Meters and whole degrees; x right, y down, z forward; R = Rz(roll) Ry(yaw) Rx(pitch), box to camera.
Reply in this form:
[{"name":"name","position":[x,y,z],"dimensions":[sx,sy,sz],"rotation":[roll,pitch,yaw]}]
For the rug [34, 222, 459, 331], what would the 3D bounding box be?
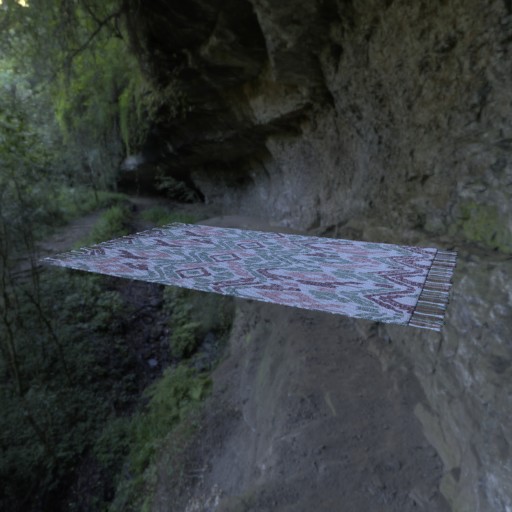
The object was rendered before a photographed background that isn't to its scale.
[{"name":"rug","position":[0.000,0.000,2.967],"dimensions":[2.438,0.011,1.524],"rotation":[7,17,25]}]
